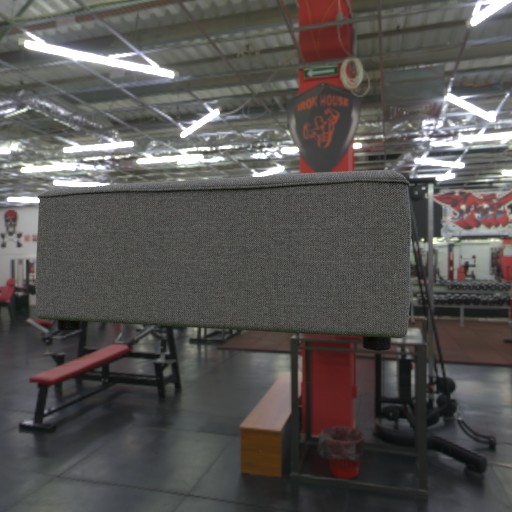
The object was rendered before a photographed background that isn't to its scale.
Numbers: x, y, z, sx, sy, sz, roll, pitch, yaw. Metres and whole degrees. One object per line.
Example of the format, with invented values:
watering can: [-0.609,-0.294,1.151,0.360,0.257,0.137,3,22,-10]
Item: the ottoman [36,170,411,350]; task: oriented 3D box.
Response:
ottoman: [0.000,0.000,1.568,1.023,0.423,1.017,0,0,18]
